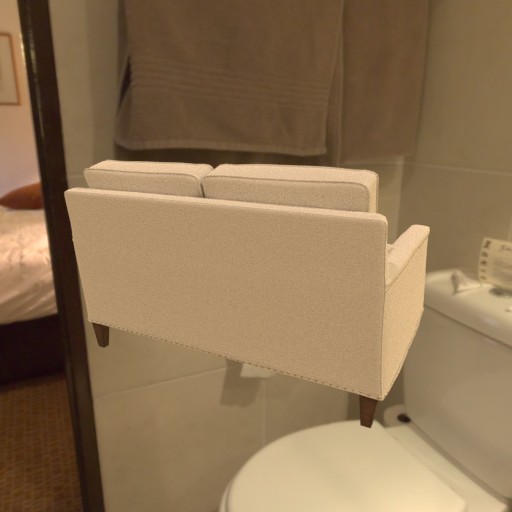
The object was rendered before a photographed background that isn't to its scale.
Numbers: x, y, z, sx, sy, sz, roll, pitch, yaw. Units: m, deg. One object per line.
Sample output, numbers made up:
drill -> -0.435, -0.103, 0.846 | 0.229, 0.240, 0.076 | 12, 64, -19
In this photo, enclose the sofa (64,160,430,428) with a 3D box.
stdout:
sofa -> 0.000, 0.000, 2.305 | 1.597, 1.003, 1.084 | 8, 18, 26
